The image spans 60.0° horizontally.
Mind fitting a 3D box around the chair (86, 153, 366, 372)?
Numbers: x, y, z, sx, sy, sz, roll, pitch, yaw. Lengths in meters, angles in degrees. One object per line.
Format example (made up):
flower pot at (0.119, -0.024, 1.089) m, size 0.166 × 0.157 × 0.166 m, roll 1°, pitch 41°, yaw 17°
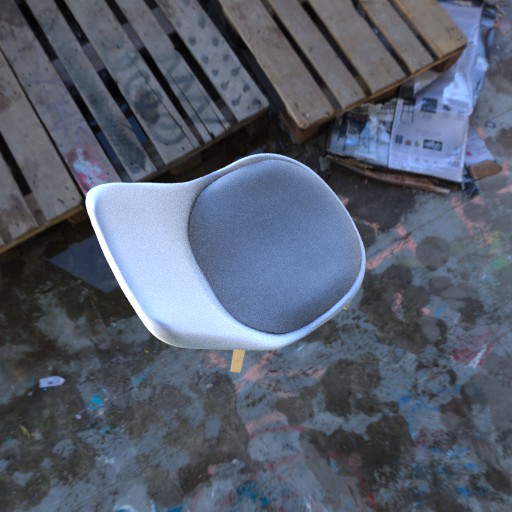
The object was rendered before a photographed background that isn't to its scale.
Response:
chair at (0.000, 0.000, 1.164) m, size 0.550 × 0.850 × 0.485 m, roll -29°, pitch 77°, yaw -7°
